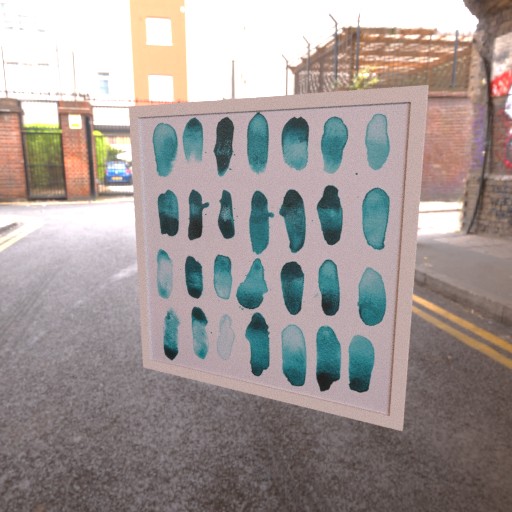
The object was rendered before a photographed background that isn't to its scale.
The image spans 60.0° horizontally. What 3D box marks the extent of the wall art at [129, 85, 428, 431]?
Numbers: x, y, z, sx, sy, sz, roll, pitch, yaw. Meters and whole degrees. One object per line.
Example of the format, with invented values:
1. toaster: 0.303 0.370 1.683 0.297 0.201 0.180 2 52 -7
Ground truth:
1. wall art: 0.000 0.000 1.196 0.812 0.813 0.013 6 13 25
